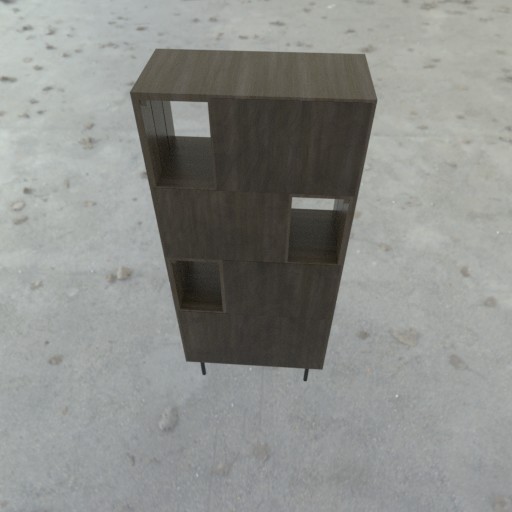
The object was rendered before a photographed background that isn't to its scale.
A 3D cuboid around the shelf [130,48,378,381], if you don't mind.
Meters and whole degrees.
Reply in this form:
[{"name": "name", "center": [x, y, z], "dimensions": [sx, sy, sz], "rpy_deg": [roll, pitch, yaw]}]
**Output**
[{"name": "shelf", "center": [0.000, 0.000, 1.855], "dimensions": [0.670, 1.545, 0.323], "rpy_deg": [3, 45, 3]}]
